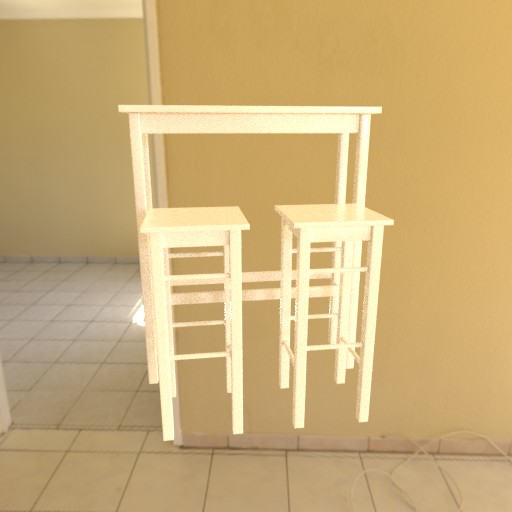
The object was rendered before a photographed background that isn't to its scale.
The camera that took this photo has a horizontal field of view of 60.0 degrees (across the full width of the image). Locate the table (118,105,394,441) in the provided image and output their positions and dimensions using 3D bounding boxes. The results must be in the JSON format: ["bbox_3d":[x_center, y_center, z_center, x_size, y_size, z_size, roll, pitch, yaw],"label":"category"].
[{"bbox_3d":[0.000,0.000,1.656,0.915,1.065,0.650,-2,16,-8],"label":"table"}]
